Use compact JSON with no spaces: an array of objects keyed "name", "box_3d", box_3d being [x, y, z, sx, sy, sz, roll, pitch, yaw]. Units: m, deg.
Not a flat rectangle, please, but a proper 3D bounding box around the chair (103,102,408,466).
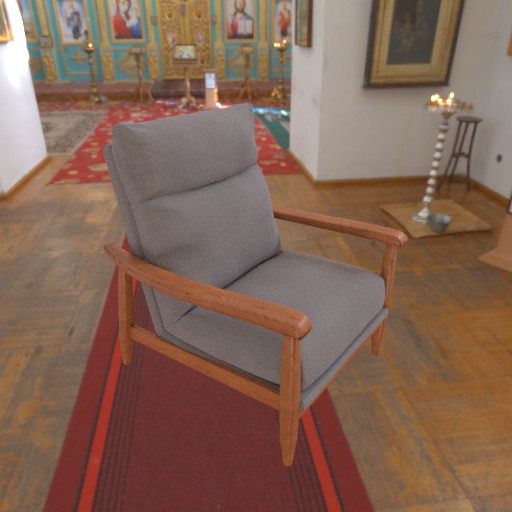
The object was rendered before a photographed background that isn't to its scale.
[{"name":"chair","box_3d":[0.000,0.000,1.557,0.816,0.922,0.782,19,32,33]}]
